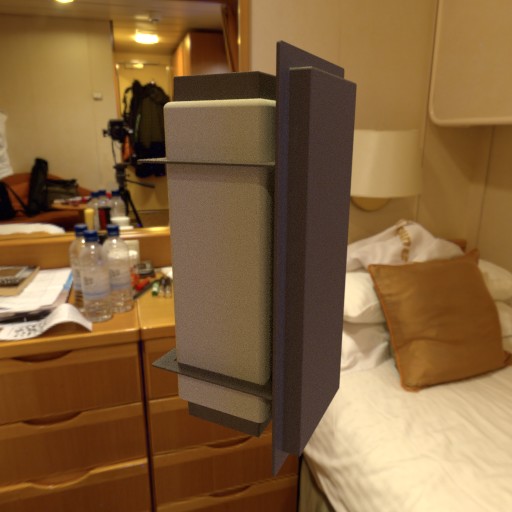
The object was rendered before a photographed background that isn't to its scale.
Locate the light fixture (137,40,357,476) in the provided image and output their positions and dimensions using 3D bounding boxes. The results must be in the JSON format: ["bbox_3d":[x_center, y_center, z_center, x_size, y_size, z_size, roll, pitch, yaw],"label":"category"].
[{"bbox_3d":[0.000,0.000,0.427,0.146,0.347,0.153,8,17,26],"label":"light fixture"}]
